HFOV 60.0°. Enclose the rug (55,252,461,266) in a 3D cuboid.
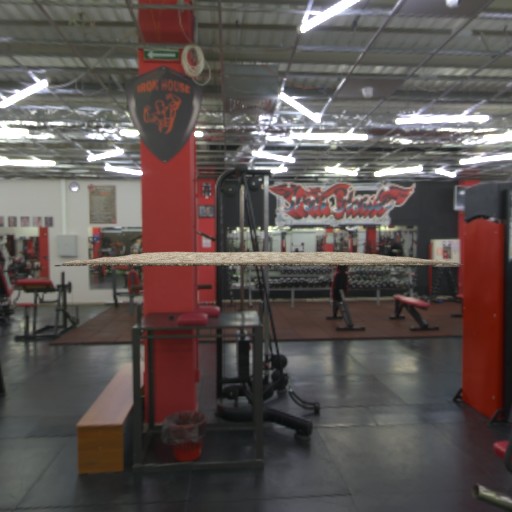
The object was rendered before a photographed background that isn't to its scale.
[{"bbox_3d":[0.000,0.000,4.102,2.426,0.034,3.061,0,2,-2],"label":"rug"}]
